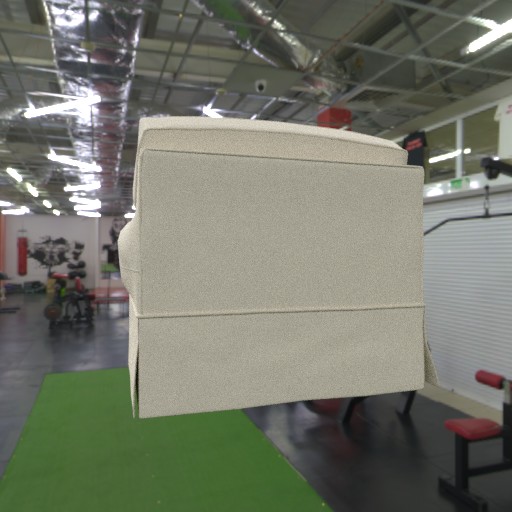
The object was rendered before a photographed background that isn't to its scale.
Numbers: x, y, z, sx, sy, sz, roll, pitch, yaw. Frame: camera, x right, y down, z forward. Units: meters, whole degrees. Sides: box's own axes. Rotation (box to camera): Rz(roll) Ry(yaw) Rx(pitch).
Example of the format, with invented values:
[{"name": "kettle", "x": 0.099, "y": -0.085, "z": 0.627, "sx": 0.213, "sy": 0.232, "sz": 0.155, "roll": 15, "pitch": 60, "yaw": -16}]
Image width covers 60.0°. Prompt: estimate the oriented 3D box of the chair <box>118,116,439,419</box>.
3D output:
[{"name": "chair", "x": 0.000, "y": 0.000, "z": 1.840, "sx": 1.099, "sy": 0.958, "sz": 0.904, "roll": 0, "pitch": 0, "yaw": -17}]
